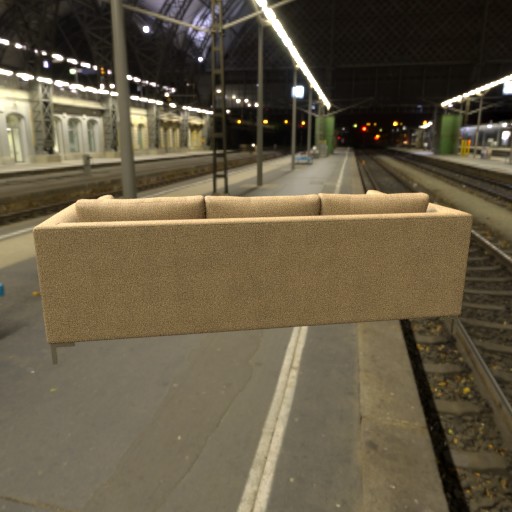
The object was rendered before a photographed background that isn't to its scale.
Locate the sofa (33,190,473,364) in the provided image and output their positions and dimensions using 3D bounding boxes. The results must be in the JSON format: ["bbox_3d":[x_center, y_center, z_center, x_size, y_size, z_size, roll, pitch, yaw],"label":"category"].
[{"bbox_3d":[0.000,0.000,2.927,2.415,0.867,0.969,-2,15,-9],"label":"sofa"}]
